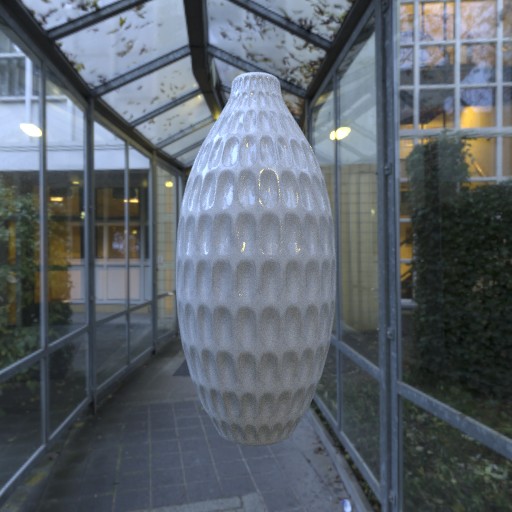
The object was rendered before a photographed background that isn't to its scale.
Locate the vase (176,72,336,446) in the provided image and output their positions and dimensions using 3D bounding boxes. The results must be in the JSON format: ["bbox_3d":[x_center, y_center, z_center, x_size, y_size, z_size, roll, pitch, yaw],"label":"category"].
[{"bbox_3d":[0.000,0.000,0.357,0.127,0.282,0.127,0,0,0],"label":"vase"}]
